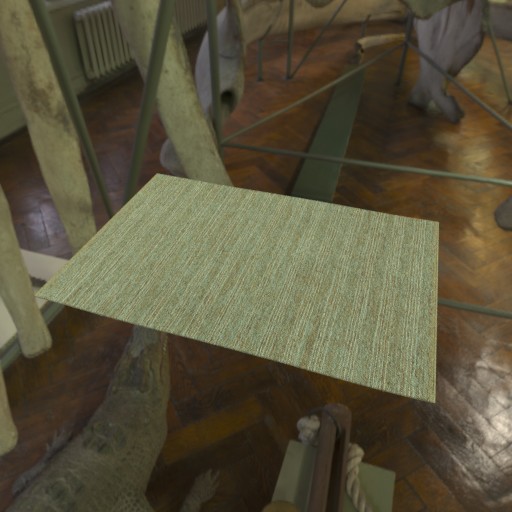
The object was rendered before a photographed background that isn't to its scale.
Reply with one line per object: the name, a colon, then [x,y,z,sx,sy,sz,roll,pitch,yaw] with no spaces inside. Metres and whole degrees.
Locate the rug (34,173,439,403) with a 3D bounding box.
rug: [0.000,0.000,2.337,1.824,0.010,1.240,12,41,14]
